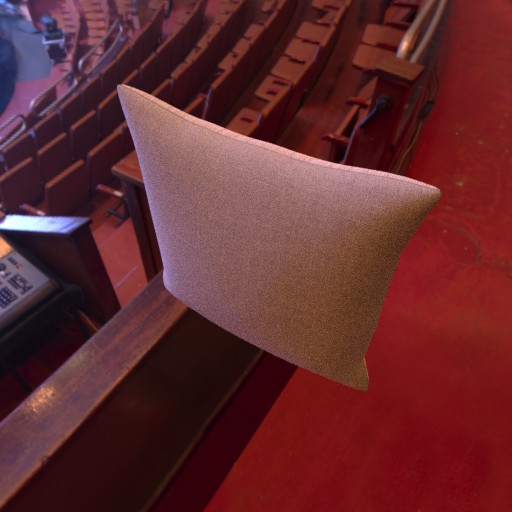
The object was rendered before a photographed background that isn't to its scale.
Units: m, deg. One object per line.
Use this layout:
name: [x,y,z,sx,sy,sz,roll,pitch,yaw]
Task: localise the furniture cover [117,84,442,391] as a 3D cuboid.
furniture cover: [0.000,0.000,0.782,0.512,0.506,0.178,24,52,21]
